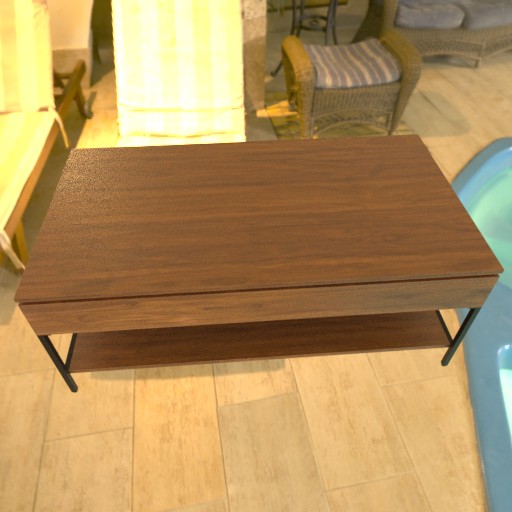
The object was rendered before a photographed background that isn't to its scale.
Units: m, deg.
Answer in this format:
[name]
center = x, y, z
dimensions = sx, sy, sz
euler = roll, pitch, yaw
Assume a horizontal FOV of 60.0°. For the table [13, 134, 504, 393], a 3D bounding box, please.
[table]
center = 0.000, 0.000, 1.298
dimensions = 1.057, 0.414, 0.574
euler = -3, 46, -3
